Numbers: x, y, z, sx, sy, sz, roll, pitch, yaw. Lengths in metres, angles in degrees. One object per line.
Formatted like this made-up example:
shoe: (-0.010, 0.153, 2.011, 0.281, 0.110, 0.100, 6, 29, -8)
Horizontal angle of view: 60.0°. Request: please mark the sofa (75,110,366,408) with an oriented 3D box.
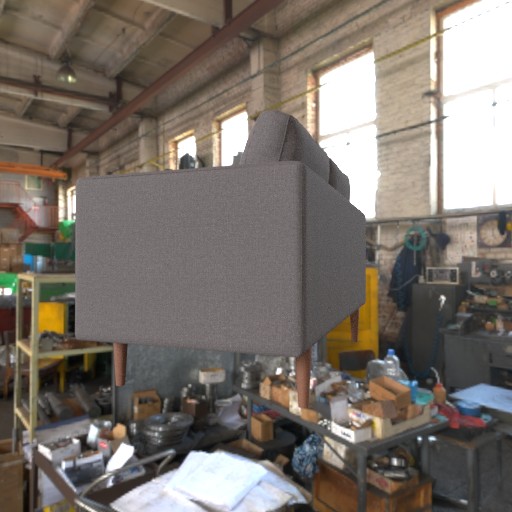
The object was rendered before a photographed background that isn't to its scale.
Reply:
sofa: (0.000, 0.000, 1.963, 0.796, 0.908, 1.430, 0, 0, 20)
